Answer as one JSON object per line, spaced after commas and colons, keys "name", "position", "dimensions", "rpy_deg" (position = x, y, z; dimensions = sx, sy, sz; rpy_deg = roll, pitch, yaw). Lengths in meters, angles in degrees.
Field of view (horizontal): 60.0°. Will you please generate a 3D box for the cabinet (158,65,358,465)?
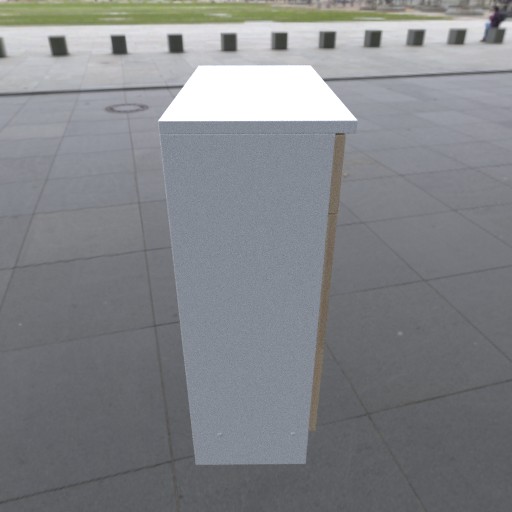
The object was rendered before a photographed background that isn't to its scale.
{"name": "cabinet", "position": [0.000, 0.000, 1.119], "dimensions": [0.296, 0.815, 0.600], "rpy_deg": [0, 30, -1]}
